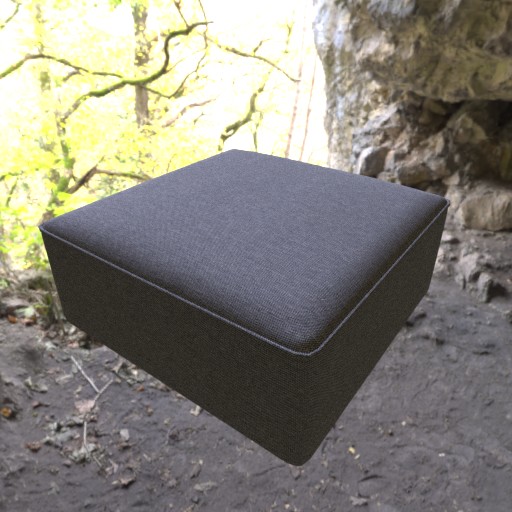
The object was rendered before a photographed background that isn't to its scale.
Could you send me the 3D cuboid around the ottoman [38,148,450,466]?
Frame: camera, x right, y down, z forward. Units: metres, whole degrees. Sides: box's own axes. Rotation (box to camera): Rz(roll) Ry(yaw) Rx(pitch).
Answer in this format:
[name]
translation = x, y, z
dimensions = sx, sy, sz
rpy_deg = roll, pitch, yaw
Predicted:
[ottoman]
translation = 0.000, 0.000, 1.564
dimensions = 1.005, 0.455, 1.005
rpy_deg = 21, 37, 31
